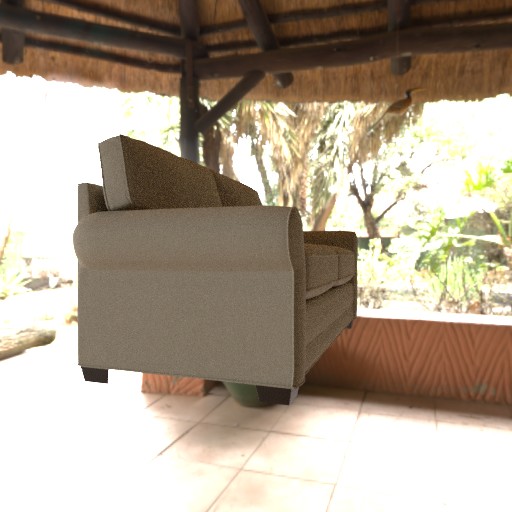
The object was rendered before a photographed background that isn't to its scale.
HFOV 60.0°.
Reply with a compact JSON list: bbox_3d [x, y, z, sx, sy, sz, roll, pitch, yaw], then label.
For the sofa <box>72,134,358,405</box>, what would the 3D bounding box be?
[{"bbox_3d":[0.000,0.000,2.273,0.861,0.933,1.774,0,0,19],"label":"sofa"}]
